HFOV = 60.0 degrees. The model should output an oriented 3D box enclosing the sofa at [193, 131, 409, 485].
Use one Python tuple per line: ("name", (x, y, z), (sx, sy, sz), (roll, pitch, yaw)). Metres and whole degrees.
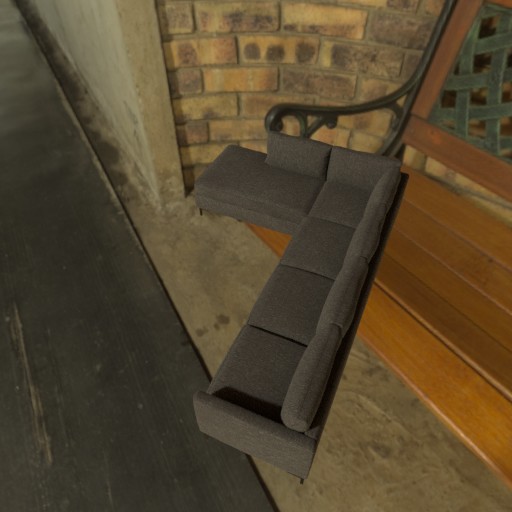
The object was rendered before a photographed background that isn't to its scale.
("sofa", (0.000, 0.000, 3.833), (2.007, 0.815, 2.949), (18, 49, 16))
